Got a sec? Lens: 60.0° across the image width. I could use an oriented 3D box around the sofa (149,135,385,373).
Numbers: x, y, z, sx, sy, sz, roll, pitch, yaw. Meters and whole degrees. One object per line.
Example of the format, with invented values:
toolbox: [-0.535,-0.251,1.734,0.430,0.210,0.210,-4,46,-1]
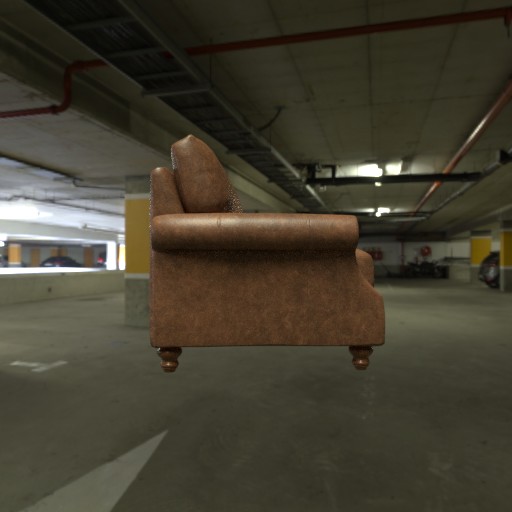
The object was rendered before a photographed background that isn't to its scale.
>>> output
sofa: [0.000,0.000,2.864,0.973,0.977,2.351,0,-1,-3]
